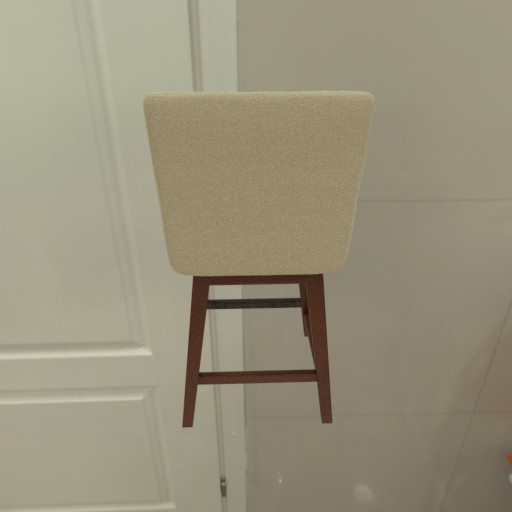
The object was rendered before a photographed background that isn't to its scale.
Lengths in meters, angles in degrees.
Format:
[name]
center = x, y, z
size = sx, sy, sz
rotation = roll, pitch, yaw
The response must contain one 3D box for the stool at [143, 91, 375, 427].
[stool]
center = 0.000, 0.000, 1.299
size = 0.469, 0.991, 0.559
rotation = -1, 29, -2
